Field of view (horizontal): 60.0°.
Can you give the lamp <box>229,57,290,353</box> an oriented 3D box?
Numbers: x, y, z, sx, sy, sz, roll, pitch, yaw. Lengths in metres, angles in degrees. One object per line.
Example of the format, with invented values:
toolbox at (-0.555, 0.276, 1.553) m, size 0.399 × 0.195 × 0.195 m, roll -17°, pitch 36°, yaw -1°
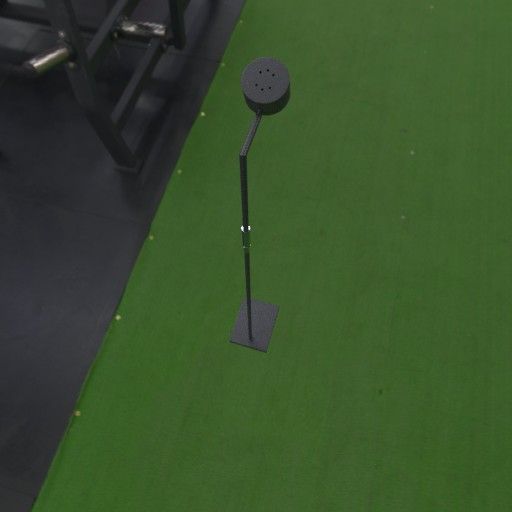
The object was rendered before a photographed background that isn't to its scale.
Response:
lamp at (0.000, 0.000, 1.708) m, size 0.203 × 1.600 × 0.304 m, roll 15°, pitch 64°, yaw 7°
